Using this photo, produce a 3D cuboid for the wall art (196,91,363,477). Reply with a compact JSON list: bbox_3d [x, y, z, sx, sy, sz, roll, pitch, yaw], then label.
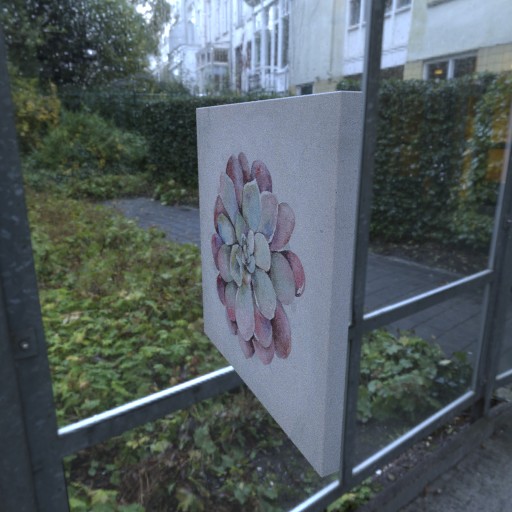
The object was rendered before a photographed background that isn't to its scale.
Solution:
[{"bbox_3d":[0.000,0.000,0.925,0.044,0.605,0.605,-7,18,-24],"label":"wall art"}]
